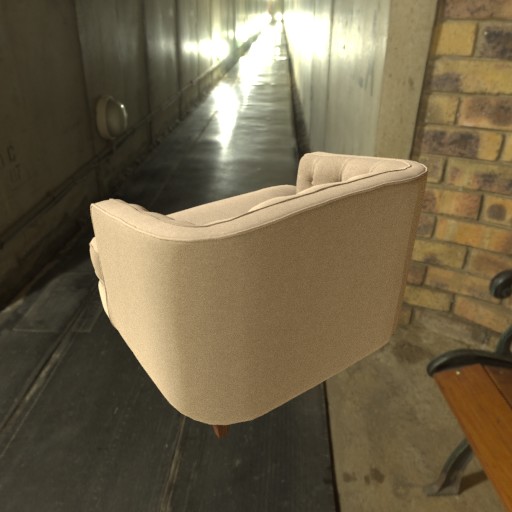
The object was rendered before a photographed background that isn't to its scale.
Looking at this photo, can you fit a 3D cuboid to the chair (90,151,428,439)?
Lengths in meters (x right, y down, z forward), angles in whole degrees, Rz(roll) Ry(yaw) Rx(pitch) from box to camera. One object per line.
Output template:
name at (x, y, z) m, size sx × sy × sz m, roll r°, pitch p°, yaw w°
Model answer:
chair at (0.000, 0.000, 1.793) m, size 1.104 × 0.852 × 0.941 m, roll -19°, pitch 36°, yaw -29°
